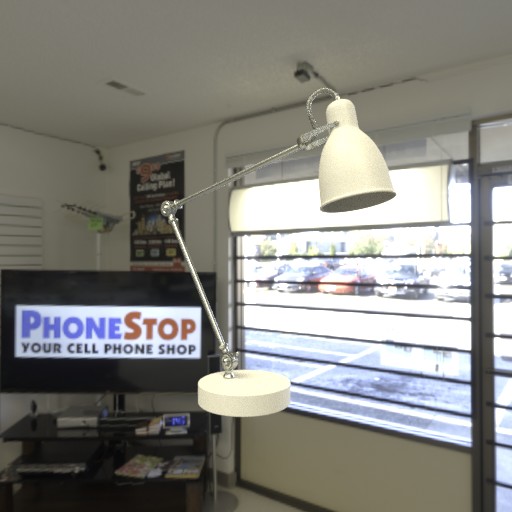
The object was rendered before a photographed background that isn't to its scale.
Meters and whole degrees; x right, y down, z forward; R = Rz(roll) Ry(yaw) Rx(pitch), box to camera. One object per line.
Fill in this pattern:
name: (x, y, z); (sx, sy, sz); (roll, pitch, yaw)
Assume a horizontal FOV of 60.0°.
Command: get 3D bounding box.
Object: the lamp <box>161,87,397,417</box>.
lamp: (0.000, 0.000, 0.882); (0.561, 0.587, 0.187); (0, 0, 38)
